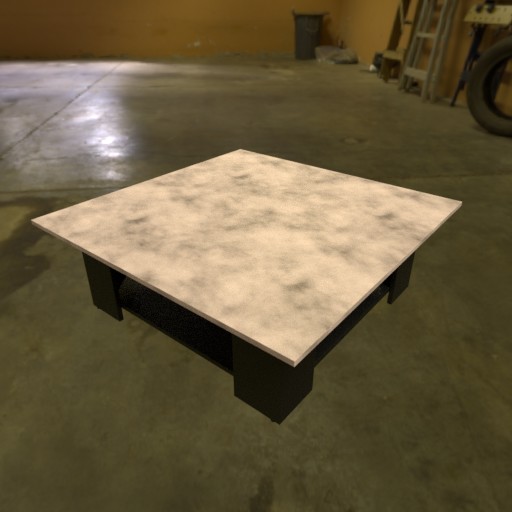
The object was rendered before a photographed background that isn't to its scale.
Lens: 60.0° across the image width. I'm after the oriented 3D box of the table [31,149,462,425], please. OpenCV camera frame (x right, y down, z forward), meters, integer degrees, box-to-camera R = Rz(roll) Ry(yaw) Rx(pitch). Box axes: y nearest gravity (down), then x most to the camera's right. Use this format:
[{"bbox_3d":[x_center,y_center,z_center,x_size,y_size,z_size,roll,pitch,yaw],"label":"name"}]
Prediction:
[{"bbox_3d":[0.000,0.000,1.363,0.890,0.305,0.890,22,36,33],"label":"table"}]
